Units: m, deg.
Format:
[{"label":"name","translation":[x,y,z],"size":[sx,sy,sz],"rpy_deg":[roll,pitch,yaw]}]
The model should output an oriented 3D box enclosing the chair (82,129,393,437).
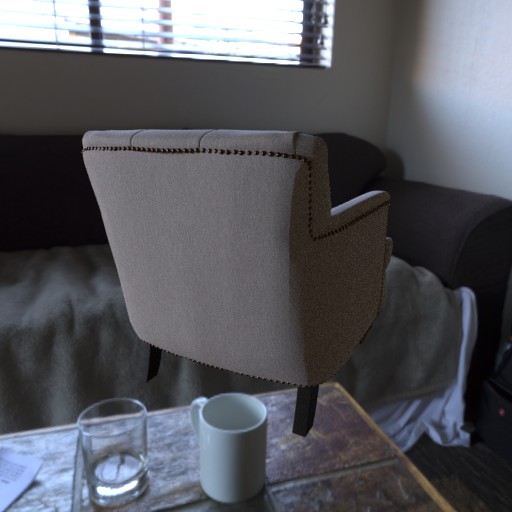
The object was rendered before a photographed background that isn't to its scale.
[{"label":"chair","translation":[0.000,0.000,1.497],"size":[0.737,0.823,0.902],"rpy_deg":[9,18,27]}]
